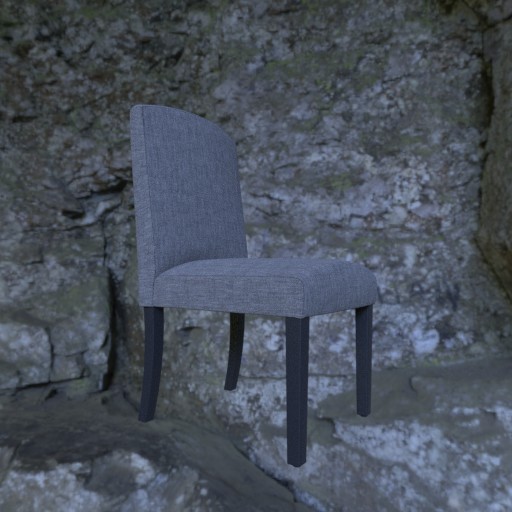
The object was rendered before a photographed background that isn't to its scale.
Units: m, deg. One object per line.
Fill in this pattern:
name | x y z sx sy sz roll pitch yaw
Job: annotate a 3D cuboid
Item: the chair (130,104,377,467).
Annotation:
chair | 0.000 0.000 1.263 0.580 0.917 0.451 -1 -2 35
